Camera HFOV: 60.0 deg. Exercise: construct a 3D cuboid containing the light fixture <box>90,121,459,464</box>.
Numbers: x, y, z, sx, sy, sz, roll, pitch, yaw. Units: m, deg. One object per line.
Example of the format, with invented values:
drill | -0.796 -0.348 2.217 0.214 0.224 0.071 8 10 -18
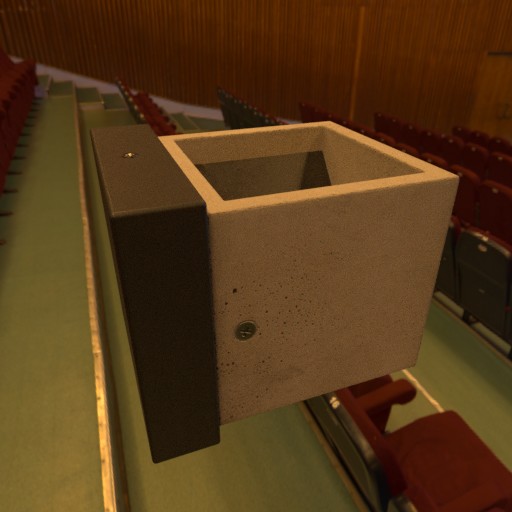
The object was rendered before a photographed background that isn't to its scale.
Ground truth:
light fixture | 0.000 0.000 0.237 0.143 0.121 0.121 -11 31 -18
